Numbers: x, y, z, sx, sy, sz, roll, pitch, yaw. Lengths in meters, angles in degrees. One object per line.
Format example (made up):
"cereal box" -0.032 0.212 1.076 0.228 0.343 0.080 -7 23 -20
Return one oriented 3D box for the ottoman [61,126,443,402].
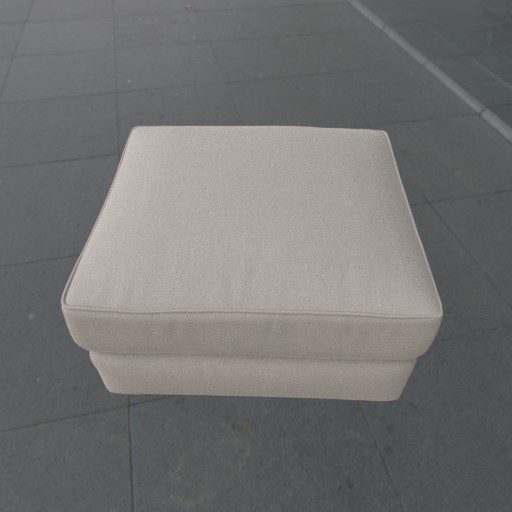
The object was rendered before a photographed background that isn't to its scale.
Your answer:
"ottoman" 0.000 0.000 1.132 0.716 0.505 0.662 1 47 1
